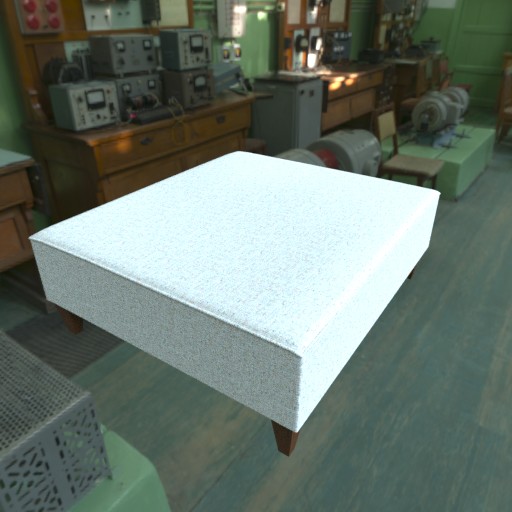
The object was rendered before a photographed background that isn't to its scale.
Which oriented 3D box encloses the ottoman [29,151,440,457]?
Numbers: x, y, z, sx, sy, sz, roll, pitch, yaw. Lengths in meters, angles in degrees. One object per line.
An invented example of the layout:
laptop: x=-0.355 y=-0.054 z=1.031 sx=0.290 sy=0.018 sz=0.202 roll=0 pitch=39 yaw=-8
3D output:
ottoman: x=0.000 y=0.000 z=1.228 sx=0.736 sy=0.303 sz=0.835 roll=18 pitch=34 yaw=29
